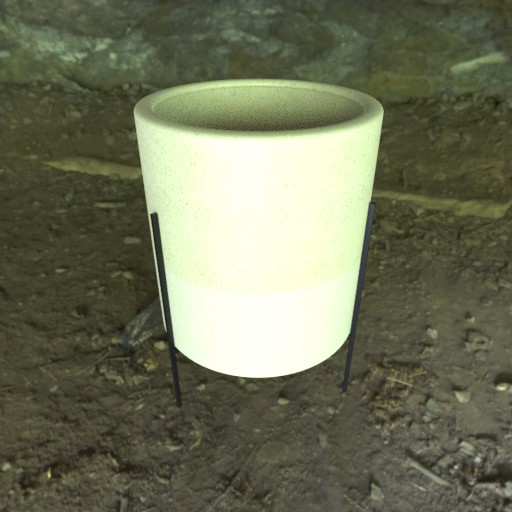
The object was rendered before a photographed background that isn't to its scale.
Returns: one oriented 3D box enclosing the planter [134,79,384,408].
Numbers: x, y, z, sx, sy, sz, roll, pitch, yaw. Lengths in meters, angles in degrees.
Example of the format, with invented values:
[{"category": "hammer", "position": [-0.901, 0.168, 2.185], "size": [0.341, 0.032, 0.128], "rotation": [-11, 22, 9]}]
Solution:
[{"category": "planter", "position": [0.000, 0.000, 0.712], "size": [0.333, 0.483, 0.324], "rotation": [-21, 38, -31]}]
